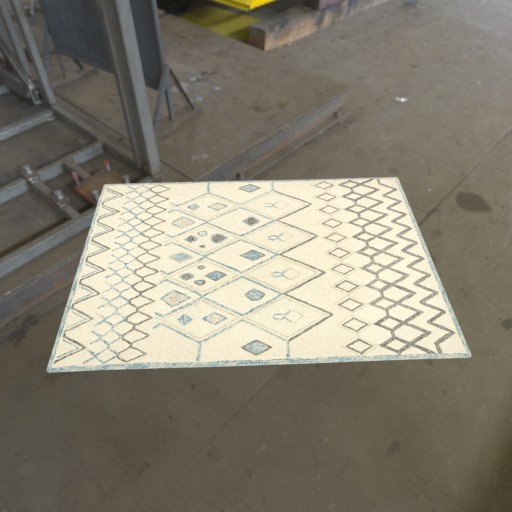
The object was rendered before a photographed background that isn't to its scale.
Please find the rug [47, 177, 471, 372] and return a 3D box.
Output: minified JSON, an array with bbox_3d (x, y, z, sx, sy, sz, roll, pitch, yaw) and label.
[{"bbox_3d":[0.000,0.000,2.318,1.820,0.009,1.260,-2,48,-2],"label":"rug"}]
